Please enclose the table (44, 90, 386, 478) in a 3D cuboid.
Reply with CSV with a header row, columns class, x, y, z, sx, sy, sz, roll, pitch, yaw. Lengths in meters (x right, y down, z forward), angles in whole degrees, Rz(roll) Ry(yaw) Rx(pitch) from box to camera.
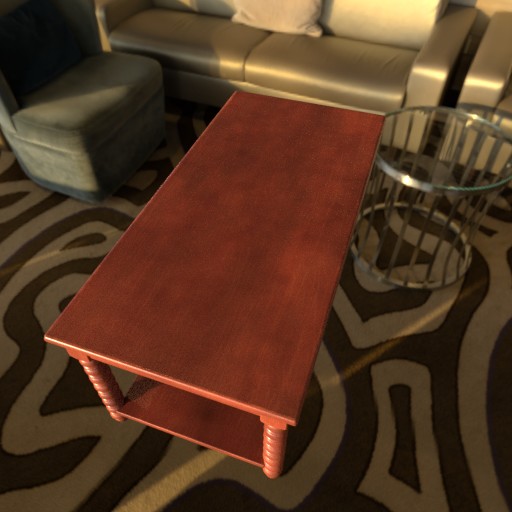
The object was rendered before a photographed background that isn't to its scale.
class,x,y,z,sx,sy,sz,roll,pitch,yaw
table,0.000,0.000,1.441,0.580,0.485,1.171,14,49,13
